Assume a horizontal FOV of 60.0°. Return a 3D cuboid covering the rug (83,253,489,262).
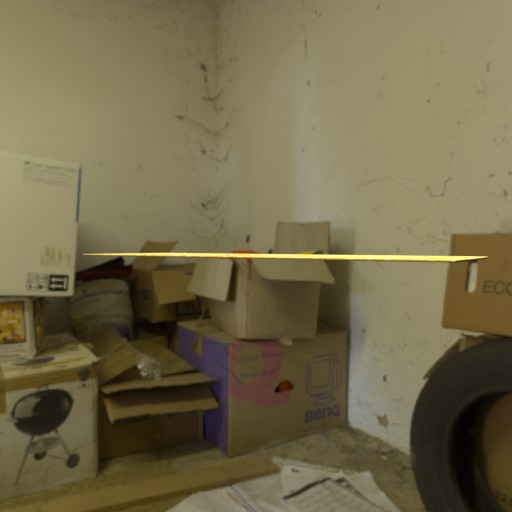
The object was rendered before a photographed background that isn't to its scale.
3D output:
[{"bbox_3d":[0.000,0.000,2.696,2.438,0.010,0.775,1,1,36],"label":"rug"}]
